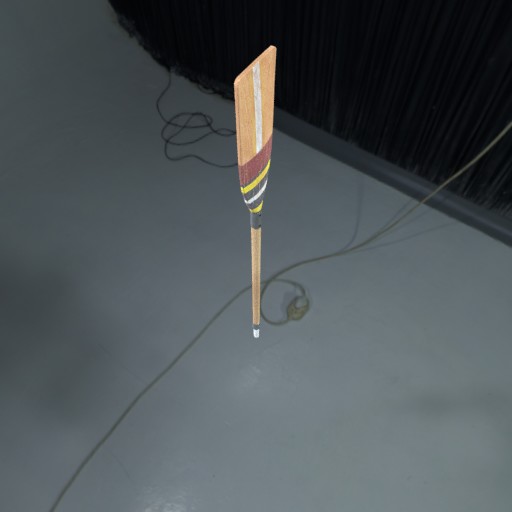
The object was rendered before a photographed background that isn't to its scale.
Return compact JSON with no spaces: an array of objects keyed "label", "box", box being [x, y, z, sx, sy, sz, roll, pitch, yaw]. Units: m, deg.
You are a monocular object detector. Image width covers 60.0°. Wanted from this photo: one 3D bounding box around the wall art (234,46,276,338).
[{"label":"wall art","box":[0.000,0.000,1.594,0.038,1.556,0.146,30,63,17]}]
